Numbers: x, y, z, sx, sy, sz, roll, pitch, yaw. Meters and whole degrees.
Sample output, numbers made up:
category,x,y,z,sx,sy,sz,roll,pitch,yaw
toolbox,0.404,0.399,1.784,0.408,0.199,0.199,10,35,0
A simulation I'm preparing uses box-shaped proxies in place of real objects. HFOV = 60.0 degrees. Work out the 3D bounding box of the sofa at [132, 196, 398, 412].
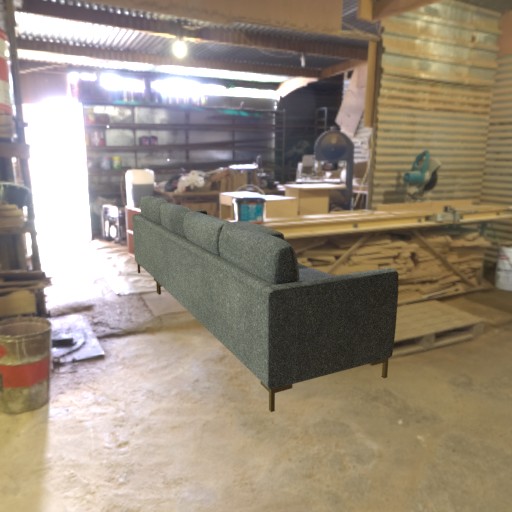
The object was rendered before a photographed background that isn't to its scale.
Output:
category,x,y,z,sx,sy,sz,roll,pitch,yaw
sofa,0.000,0.000,3.559,1.350,0.810,2.932,-7,15,-26
